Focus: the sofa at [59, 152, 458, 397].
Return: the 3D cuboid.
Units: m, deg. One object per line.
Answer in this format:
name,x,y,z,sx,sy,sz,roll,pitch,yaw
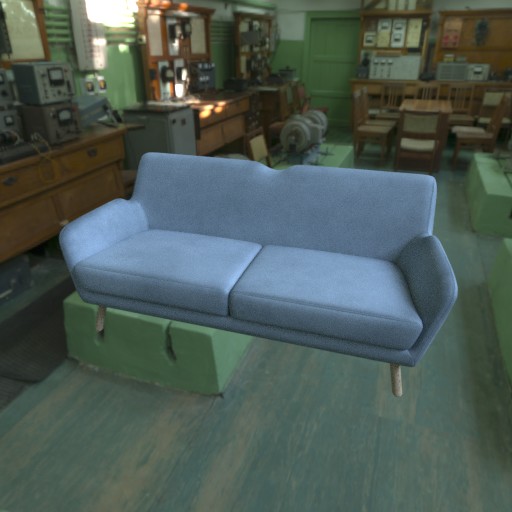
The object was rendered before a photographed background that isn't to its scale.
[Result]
sofa,0.000,0.000,2.329,1.870,0.810,0.850,8,27,16
